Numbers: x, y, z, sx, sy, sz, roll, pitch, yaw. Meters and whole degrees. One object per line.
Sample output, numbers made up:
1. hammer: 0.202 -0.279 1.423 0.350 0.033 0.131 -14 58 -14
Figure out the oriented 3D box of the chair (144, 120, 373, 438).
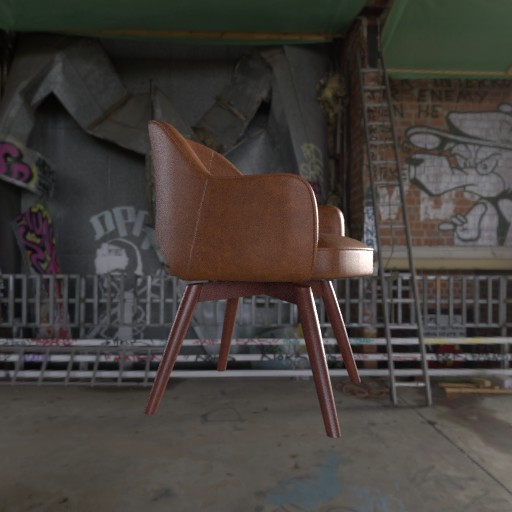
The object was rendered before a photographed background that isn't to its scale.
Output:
1. chair: 0.000 0.000 1.248 0.640 0.777 0.591 0 -1 18
